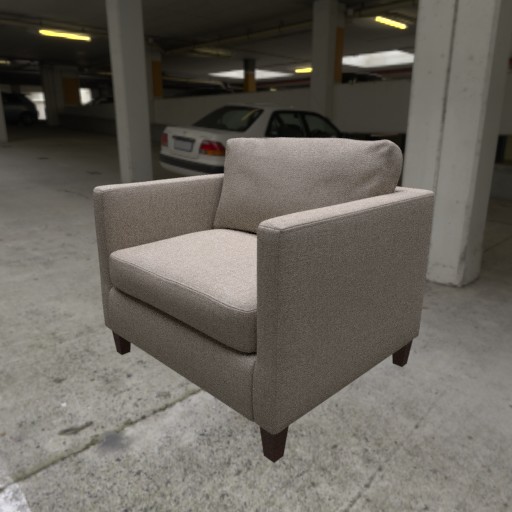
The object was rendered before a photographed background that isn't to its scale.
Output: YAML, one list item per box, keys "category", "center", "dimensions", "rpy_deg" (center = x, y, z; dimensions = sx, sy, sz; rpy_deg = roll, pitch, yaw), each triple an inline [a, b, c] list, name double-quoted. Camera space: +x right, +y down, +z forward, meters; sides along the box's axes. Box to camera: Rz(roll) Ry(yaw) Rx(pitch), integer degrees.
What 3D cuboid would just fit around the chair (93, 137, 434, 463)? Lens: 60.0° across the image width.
- category: "chair"
  center: [0.000, 0.000, 1.873]
  dimensions: [0.959, 0.961, 1.107]
  rpy_deg: [-16, 23, -43]
